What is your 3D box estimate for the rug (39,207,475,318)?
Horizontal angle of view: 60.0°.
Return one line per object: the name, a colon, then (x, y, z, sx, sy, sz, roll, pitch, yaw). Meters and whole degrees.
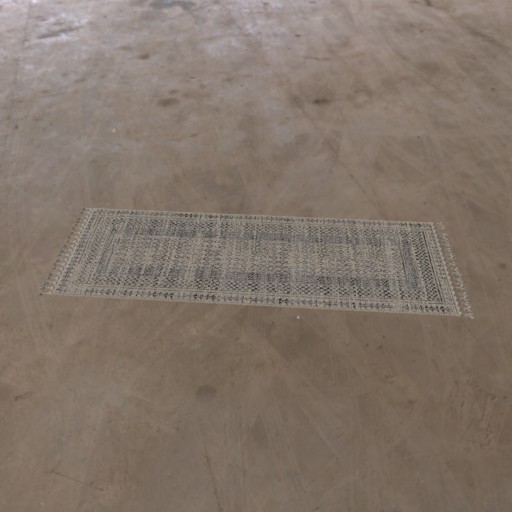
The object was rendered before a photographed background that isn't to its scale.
rug: (0.000, 0.000, 2.749, 2.480, 0.013, 0.786, 3, 47, 3)
